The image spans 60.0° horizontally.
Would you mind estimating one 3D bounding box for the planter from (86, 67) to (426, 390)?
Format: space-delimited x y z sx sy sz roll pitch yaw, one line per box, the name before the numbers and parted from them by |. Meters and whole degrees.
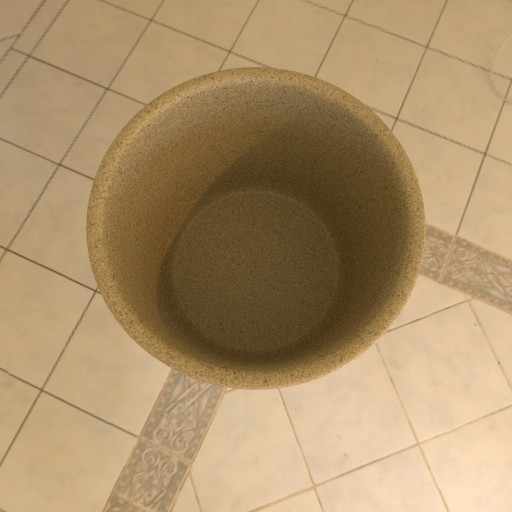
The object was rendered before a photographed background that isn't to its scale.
planter | 0.000 0.000 0.409 0.227 0.235 0.227 0 76 0
